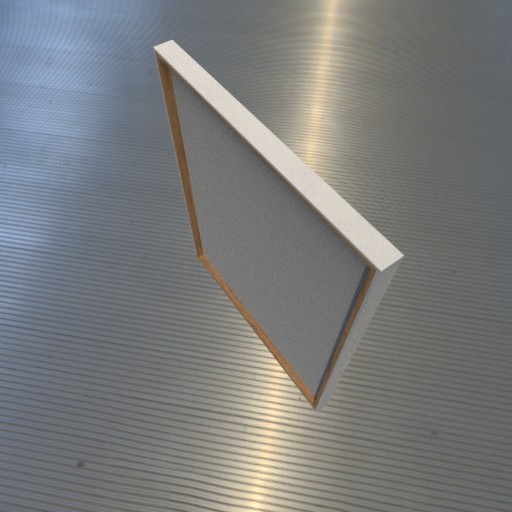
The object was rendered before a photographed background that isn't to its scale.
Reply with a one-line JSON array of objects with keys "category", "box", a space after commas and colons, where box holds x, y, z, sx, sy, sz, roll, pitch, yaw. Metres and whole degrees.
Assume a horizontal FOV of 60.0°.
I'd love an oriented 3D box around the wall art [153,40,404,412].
[{"category": "wall art", "box": [0.000, 0.000, 0.846, 0.037, 0.606, 0.508, -31, 62, -19]}]
